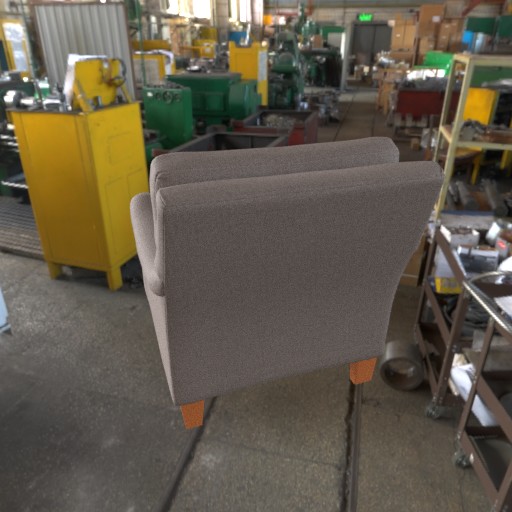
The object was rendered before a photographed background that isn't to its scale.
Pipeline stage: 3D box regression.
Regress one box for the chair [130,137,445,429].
[{"bbox_3d":[0.000,0.000,1.863,0.955,1.038,1.070,-9,28,-17],"label":"chair"}]
